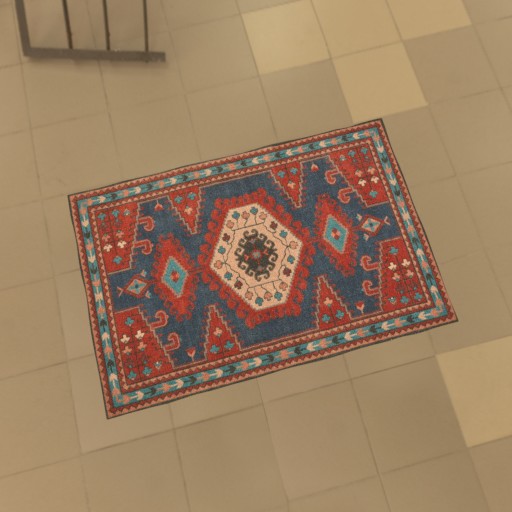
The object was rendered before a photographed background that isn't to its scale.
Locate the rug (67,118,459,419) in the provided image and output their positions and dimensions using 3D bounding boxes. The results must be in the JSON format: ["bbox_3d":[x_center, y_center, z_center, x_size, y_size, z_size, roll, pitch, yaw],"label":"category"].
[{"bbox_3d":[0.000,0.000,2.339,1.820,0.012,1.207,-15,76,-4],"label":"rug"}]
